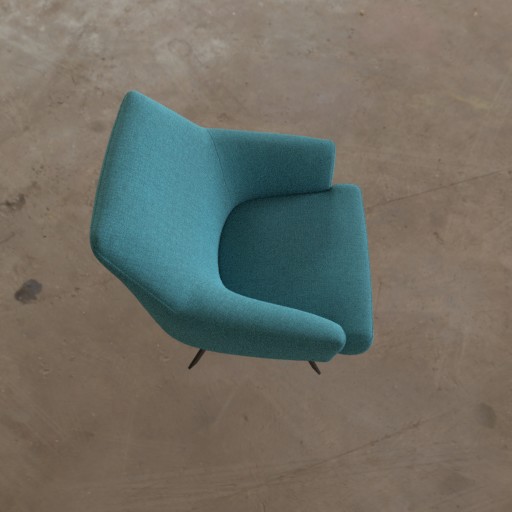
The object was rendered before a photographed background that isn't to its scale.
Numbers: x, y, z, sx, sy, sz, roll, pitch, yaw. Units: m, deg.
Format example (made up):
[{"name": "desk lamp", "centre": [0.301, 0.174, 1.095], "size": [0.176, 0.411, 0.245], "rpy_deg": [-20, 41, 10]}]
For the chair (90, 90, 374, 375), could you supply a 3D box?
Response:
[{"name": "chair", "centre": [0.000, 0.000, 1.328], "size": [0.677, 0.874, 0.642], "rpy_deg": [2, 63, 1]}]
